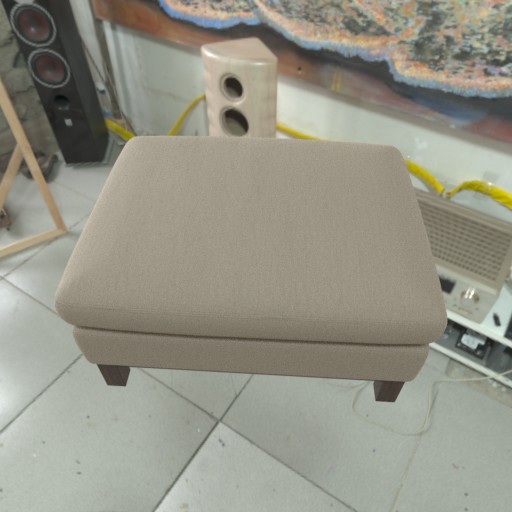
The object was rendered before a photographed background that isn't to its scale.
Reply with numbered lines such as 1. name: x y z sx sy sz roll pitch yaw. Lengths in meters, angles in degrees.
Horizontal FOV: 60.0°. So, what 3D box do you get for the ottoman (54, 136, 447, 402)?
1. ottoman: 0.000 0.000 1.131 0.771 0.420 0.606 3 47 2
